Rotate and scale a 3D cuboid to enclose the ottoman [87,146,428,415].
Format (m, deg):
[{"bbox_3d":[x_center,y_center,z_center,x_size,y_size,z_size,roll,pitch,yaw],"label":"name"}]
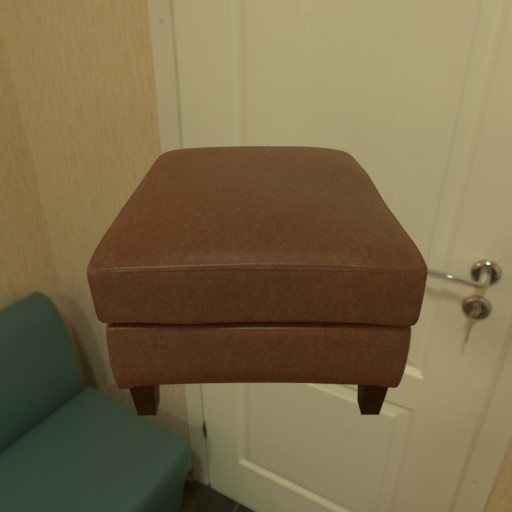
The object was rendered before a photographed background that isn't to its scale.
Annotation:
[{"bbox_3d":[0.000,0.000,1.255,0.650,0.485,0.851,0,28,0],"label":"ottoman"}]
